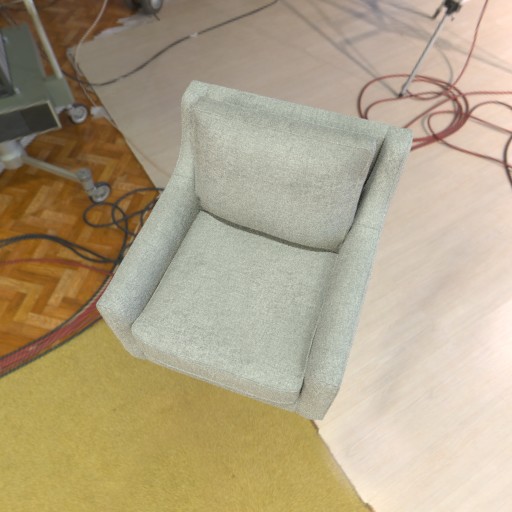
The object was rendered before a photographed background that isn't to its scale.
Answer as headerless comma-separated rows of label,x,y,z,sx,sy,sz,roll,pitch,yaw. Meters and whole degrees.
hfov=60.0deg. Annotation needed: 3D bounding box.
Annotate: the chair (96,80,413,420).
chair,0.000,0.000,1.637,0.838,0.864,0.918,17,59,10
